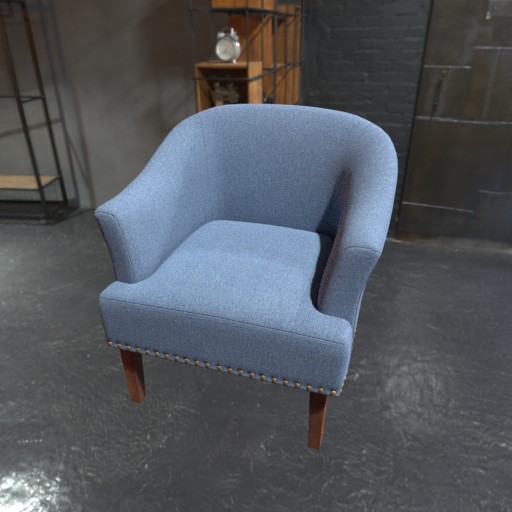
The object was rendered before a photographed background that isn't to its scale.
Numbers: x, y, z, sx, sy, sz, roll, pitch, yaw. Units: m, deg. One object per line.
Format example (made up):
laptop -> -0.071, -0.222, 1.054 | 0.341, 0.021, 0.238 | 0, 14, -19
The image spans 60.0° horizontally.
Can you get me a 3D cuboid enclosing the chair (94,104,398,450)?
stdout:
chair -> 0.000, 0.000, 1.386 | 0.772, 0.815, 0.704 | 8, 28, 16
